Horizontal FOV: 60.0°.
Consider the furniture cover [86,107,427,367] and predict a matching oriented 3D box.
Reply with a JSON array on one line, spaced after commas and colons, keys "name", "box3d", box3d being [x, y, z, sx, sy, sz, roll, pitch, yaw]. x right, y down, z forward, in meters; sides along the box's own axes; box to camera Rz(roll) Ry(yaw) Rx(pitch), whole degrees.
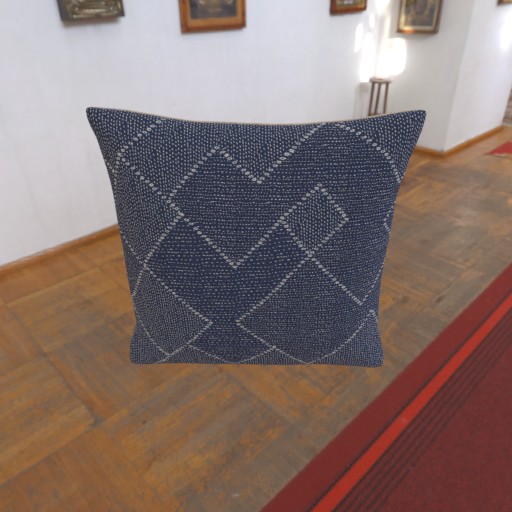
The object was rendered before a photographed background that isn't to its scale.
[{"name": "furniture cover", "box3d": [0.000, 0.000, 0.777, 0.511, 0.503, 0.162, 1, 30, 1]}]
